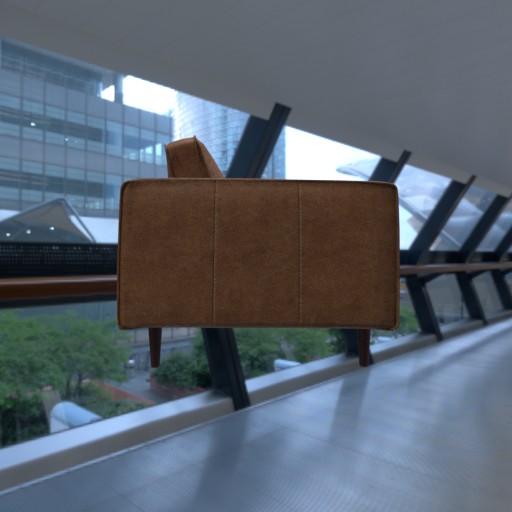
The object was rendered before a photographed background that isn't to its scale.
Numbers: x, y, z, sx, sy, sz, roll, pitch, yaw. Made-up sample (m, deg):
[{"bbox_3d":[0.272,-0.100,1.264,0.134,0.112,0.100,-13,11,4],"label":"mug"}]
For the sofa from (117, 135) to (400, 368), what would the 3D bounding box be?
[{"bbox_3d":[0.000,0.000,2.360,0.924,0.825,1.920,0,-2,-1],"label":"sofa"}]
